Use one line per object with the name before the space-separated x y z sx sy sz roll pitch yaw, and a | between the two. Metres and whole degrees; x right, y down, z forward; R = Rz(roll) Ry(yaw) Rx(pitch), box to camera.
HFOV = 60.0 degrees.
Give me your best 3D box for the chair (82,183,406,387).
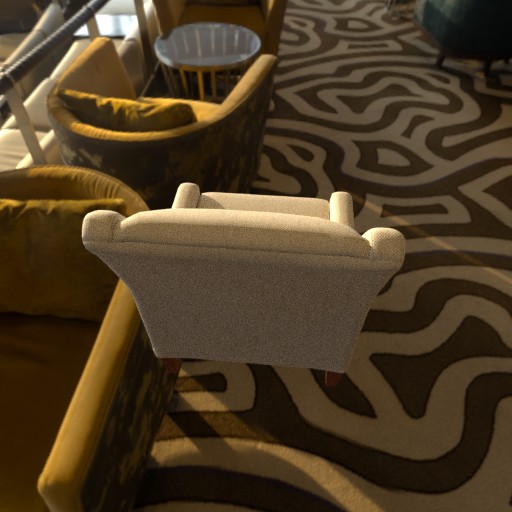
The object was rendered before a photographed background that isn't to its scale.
chair | 0.000 0.000 1.644 0.774 1.014 0.870 4 47 4
